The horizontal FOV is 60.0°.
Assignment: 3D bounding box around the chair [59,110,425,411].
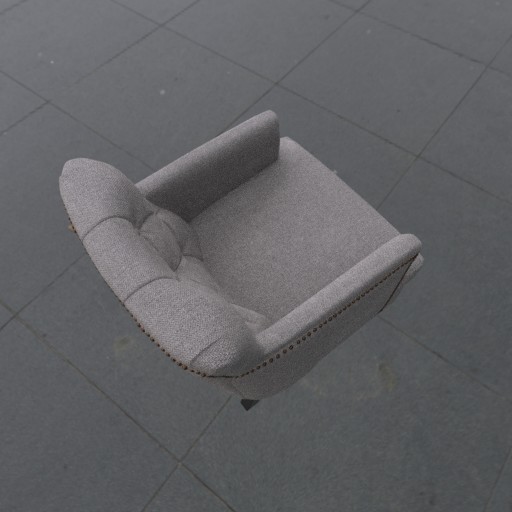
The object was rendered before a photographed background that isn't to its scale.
[{"bbox_3d":[0.000,0.000,1.481,0.902,0.823,0.737,-34,65,-18],"label":"chair"}]
